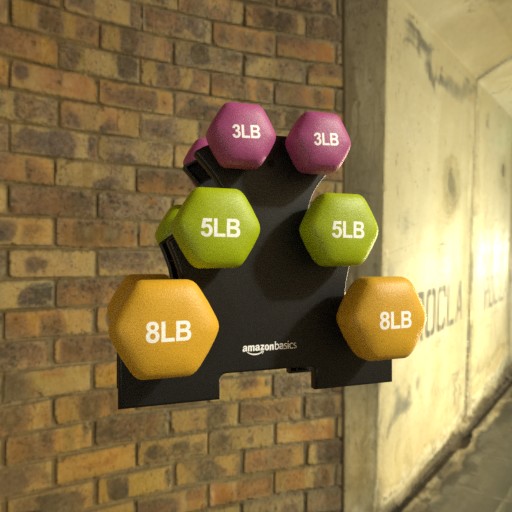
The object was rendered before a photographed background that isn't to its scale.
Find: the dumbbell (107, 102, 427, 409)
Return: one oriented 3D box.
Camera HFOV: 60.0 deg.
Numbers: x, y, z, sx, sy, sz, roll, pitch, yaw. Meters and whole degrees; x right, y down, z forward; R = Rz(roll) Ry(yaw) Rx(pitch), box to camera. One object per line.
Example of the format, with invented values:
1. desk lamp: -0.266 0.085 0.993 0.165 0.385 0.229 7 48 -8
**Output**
1. dumbbell: 0.000 0.000 0.469 0.300 0.271 0.190 0 -1 -18
